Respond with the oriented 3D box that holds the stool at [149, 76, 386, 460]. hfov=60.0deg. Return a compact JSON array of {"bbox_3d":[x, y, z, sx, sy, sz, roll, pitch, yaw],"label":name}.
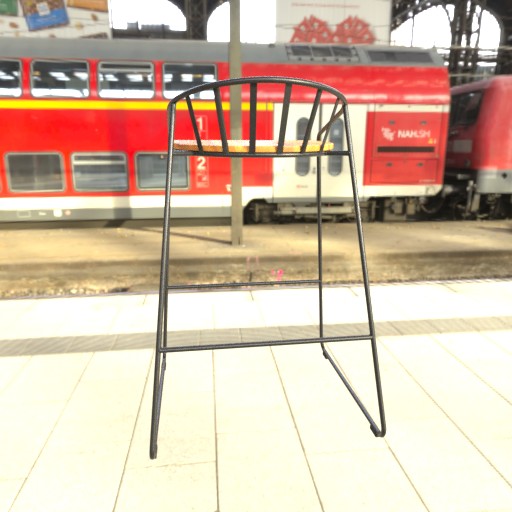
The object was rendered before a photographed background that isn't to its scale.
[{"bbox_3d":[0.000,0.000,1.152,0.546,0.812,0.521,-2,14,-8],"label":"stool"}]
